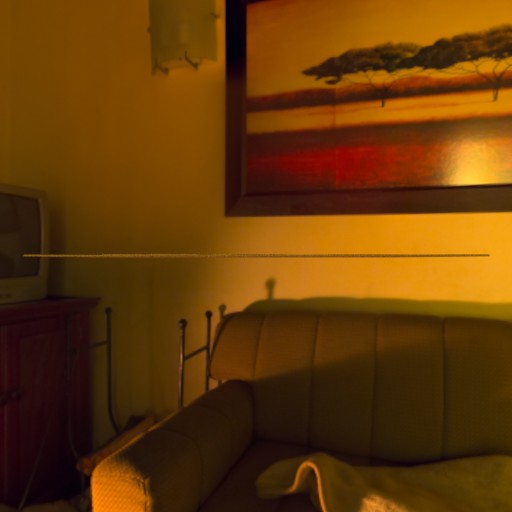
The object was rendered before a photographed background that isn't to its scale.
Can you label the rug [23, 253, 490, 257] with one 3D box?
[{"bbox_3d":[0.000,0.000,3.066,2.436,0.015,1.521,0,0,-1],"label":"rug"}]
